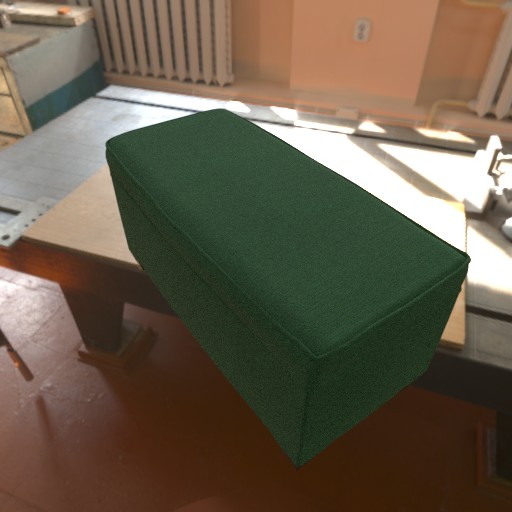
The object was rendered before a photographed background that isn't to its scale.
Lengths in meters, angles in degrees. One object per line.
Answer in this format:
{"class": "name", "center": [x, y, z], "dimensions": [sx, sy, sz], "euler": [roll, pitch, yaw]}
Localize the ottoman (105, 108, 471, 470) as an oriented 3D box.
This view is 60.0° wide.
{"class": "ottoman", "center": [0.000, 0.000, 1.223], "dimensions": [0.483, 0.471, 0.957], "euler": [-25, 46, -26]}
